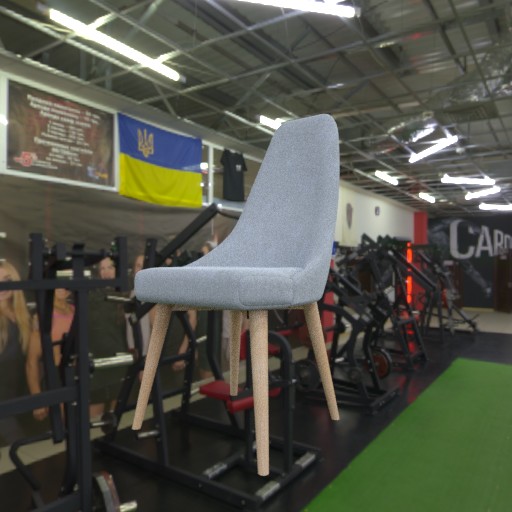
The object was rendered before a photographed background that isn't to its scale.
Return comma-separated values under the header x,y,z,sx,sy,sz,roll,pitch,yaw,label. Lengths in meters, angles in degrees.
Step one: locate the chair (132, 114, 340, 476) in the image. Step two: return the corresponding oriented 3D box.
x,y,z,sx,sy,sz,roll,pitch,yaw,label
0.000,0.000,1.414,0.510,1.040,0.660,0,-1,37,chair
